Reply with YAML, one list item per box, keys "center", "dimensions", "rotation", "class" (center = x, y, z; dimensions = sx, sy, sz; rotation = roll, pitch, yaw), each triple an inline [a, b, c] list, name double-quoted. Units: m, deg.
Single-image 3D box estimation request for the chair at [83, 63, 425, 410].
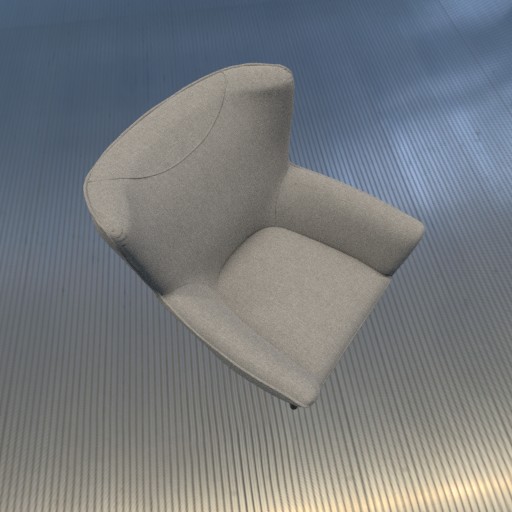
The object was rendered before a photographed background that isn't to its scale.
- center: [0.000, 0.000, 1.567]
  dimensions: [0.888, 0.933, 0.781]
  rotation: [32, 64, 18]
  class: "chair"
